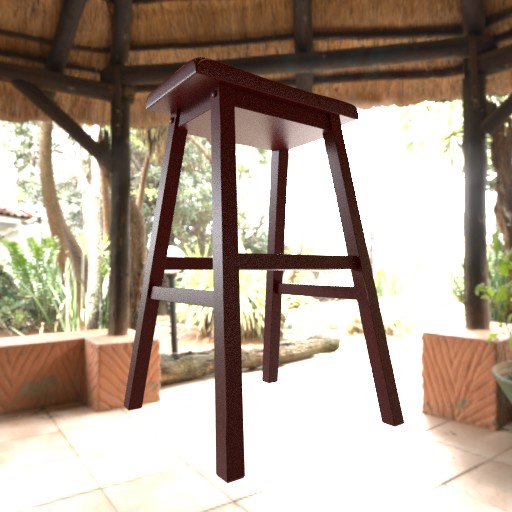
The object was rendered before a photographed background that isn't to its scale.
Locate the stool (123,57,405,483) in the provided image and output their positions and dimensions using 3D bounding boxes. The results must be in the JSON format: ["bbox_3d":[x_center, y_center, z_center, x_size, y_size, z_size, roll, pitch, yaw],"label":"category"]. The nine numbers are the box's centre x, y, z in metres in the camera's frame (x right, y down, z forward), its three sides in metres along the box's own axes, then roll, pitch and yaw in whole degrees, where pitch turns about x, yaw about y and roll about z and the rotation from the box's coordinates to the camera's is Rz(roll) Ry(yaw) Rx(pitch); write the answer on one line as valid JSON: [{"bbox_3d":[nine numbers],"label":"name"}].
[{"bbox_3d":[0.000,0.000,1.036,0.457,0.737,0.476,1,-2,-36],"label":"stool"}]
